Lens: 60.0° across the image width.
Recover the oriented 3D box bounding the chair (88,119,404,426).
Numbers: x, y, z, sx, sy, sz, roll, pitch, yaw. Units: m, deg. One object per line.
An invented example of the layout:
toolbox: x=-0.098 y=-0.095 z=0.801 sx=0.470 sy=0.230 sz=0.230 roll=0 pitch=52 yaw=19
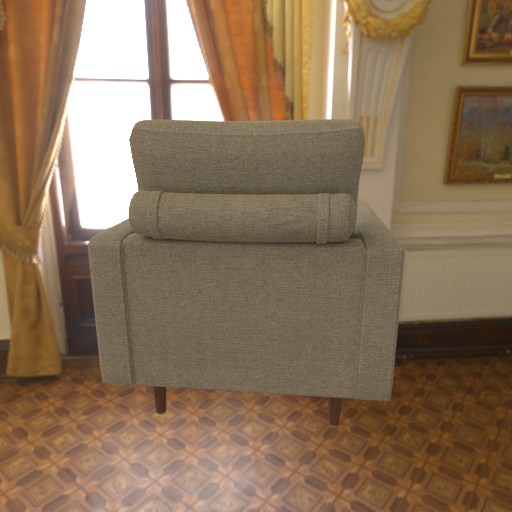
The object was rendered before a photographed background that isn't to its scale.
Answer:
chair: x=0.000 y=0.000 z=1.511 sx=0.821 sy=0.880 sz=0.843 roll=2 pitch=16 yaw=6
